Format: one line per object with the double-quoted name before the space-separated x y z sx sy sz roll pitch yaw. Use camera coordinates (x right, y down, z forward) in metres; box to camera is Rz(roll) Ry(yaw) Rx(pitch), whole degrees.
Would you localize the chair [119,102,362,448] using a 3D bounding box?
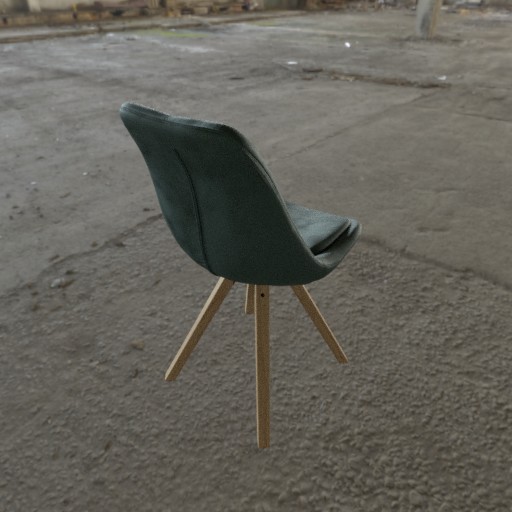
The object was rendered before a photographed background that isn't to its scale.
"chair" 0.000 0.000 1.208 0.483 0.865 0.547 23 39 32
